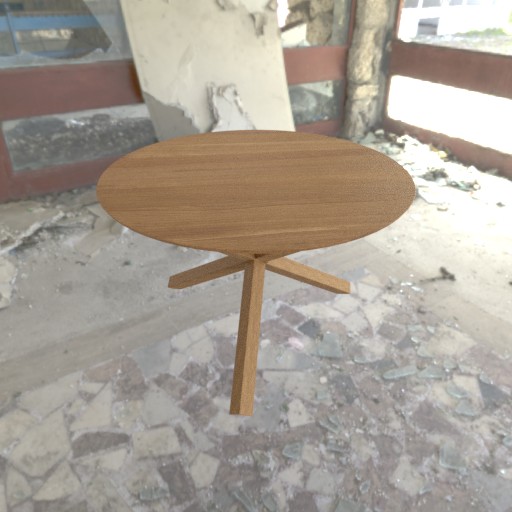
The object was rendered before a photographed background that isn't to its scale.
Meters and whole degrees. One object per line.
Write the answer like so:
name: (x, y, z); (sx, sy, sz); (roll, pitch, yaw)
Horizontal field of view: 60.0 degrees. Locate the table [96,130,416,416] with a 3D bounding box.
table: (0.000, 0.000, 1.679); (1.038, 0.666, 1.038); (0, 32, 0)
